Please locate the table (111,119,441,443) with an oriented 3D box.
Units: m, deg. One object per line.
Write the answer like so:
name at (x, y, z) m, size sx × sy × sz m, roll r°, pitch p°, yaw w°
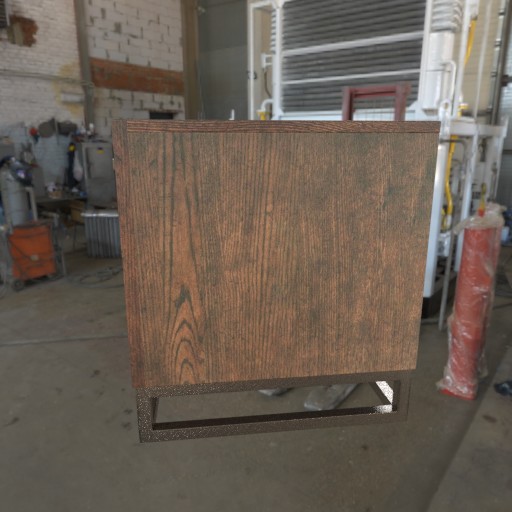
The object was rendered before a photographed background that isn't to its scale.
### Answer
table at (0.000, 0.000, 1.027) m, size 0.566 × 0.582 × 0.506 m, roll -2°, pitch 15°, yaw -7°
